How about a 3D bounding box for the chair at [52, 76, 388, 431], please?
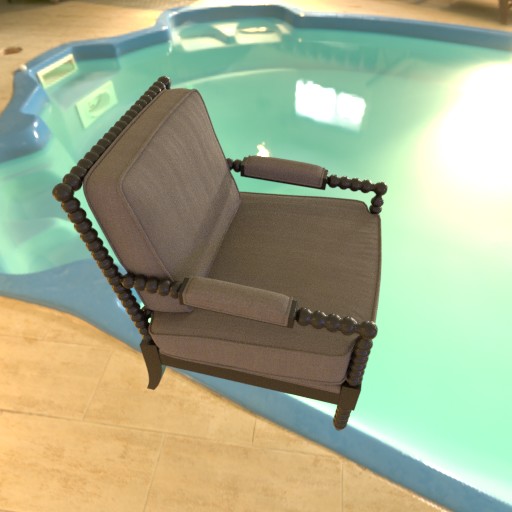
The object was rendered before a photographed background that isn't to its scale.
[{"bbox_3d":[0.000,0.000,1.108,0.622,0.661,0.540,10,46,10],"label":"chair"}]
